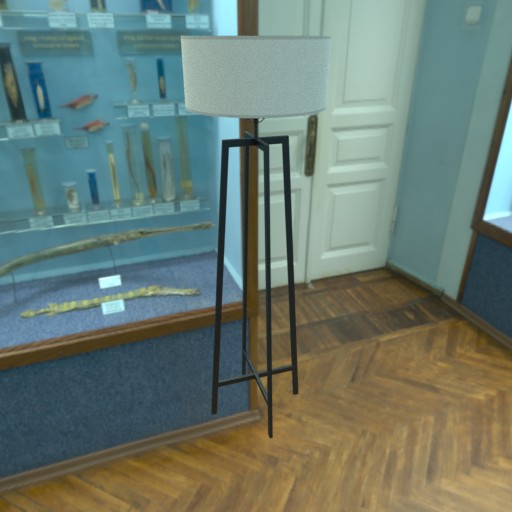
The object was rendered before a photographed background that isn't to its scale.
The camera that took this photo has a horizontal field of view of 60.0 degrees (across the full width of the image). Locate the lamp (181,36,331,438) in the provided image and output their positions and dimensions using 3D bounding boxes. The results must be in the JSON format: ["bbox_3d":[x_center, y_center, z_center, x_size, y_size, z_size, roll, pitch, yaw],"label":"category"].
[{"bbox_3d":[0.000,0.000,1.697,0.457,1.510,0.456,-8,28,-16],"label":"lamp"}]
